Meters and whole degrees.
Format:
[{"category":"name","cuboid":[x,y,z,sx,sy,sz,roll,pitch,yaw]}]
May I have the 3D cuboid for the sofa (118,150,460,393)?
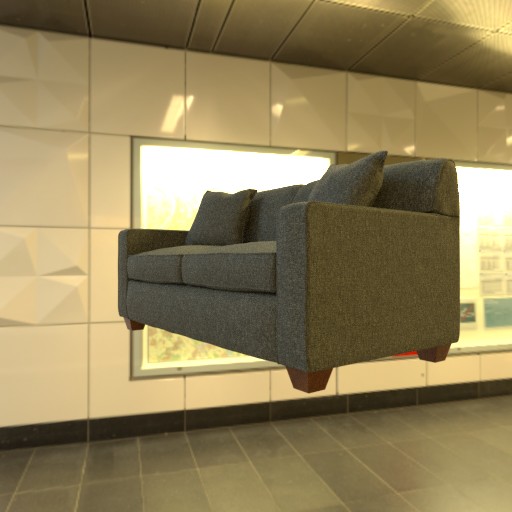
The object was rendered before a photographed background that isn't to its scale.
[{"category":"sofa","cuboid":[0.000,0.000,2.463,0.998,0.958,1.846,0,-1,-36]}]
